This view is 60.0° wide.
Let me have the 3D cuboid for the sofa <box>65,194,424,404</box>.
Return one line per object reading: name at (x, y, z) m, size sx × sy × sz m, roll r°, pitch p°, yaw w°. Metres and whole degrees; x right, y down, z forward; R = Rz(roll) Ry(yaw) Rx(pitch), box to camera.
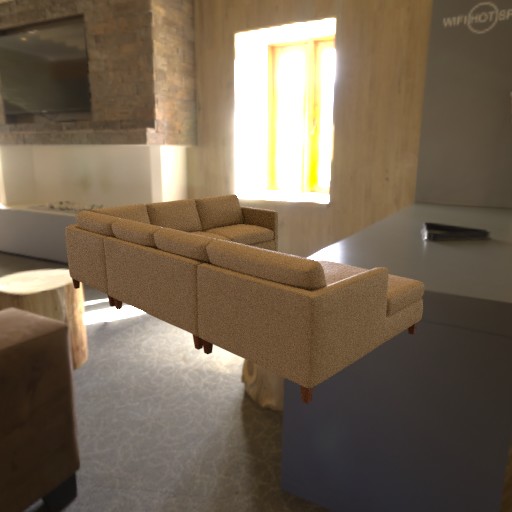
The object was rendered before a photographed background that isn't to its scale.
sofa at (0.000, 0.000, 4.595) m, size 3.403 × 0.889 × 2.551 m, roll 13°, pitch 19°, yaw 43°
